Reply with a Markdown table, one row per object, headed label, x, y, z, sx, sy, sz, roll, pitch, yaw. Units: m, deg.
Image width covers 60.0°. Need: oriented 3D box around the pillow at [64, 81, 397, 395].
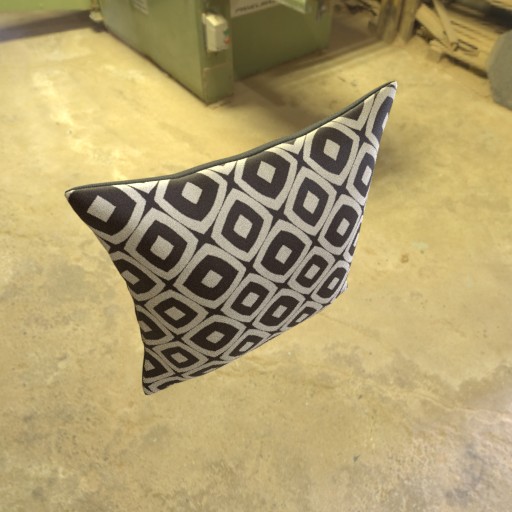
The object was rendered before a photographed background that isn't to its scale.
| label | x | y | z | sx | sy | sz | roll | pitch | yaw |
| --- | --- | --- | --- | --- | --- | --- | --- | --- | --- |
| pillow | 0.000 | 0.000 | 0.762 | 0.504 | 0.494 | 0.188 | -25 | 52 | -21 |
